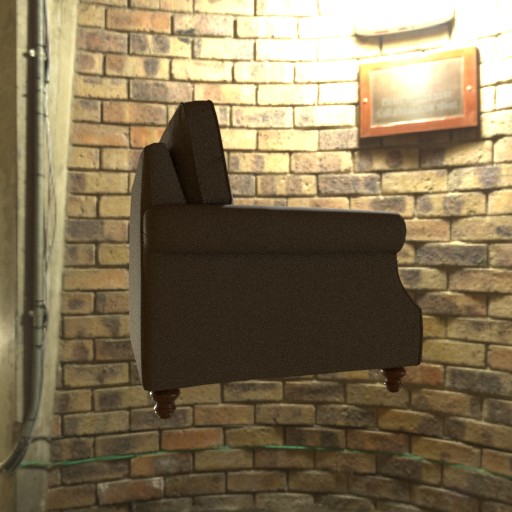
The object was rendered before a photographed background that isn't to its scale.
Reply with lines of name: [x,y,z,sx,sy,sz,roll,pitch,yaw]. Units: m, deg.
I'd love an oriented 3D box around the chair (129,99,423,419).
chair: [0.000,0.000,1.797,0.966,0.967,1.029,0,1,-18]
